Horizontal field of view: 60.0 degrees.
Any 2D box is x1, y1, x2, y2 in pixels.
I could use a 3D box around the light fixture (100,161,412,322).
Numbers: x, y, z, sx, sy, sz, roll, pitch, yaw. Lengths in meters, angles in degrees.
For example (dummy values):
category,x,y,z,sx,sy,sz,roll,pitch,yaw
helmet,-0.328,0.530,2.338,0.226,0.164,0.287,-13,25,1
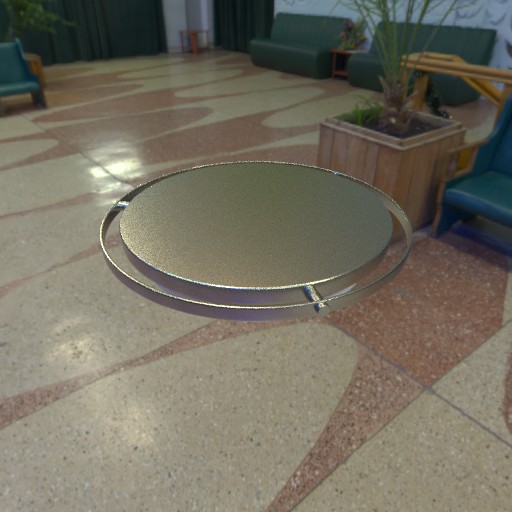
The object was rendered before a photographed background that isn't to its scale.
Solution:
category,x,y,z,sx,sy,sz,roll,pitch,yaw
light fixture,0.000,0.000,0.565,0.361,0.130,0.361,0,32,0
